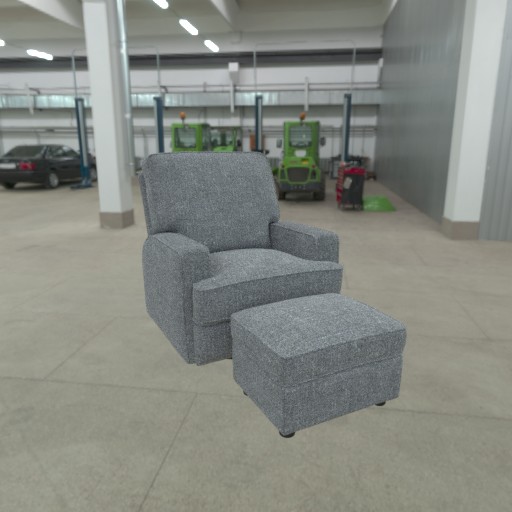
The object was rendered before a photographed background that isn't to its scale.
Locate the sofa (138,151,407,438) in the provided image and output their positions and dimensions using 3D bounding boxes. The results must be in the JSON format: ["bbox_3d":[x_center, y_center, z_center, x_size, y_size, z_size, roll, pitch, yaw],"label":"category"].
[{"bbox_3d":[0.000,0.000,2.129,0.861,0.959,1.472,-7,16,-26],"label":"sofa"}]
